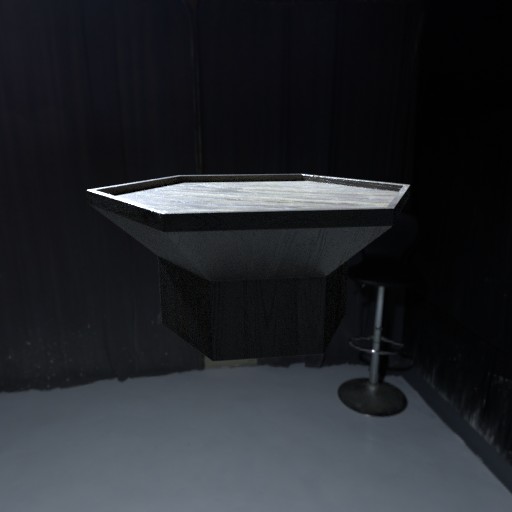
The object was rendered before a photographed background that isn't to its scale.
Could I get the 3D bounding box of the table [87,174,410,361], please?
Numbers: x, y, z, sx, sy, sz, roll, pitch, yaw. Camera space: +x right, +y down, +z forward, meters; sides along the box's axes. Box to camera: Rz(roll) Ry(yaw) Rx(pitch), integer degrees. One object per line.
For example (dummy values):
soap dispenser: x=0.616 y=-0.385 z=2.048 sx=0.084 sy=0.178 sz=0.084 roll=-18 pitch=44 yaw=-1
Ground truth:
table: x=0.000 y=0.000 z=1.581 sx=1.115 sy=0.488 sz=0.966 roll=-2 pitch=16 yaw=-7
